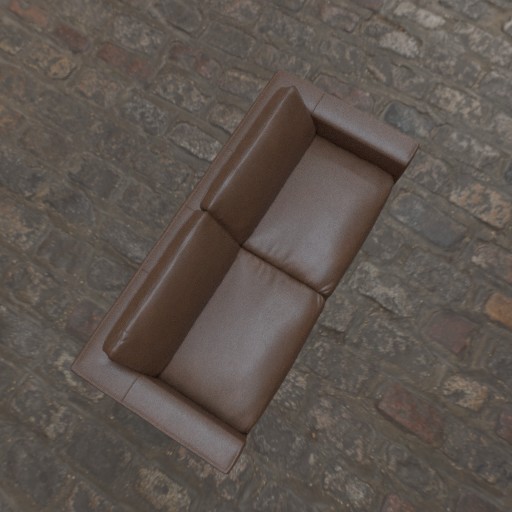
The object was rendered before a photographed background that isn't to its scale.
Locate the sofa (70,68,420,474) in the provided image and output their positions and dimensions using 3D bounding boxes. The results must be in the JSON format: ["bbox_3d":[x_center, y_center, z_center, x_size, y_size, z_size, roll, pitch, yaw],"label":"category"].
[{"bbox_3d":[0.000,0.000,2.758,1.070,0.801,2.262,31,78,7],"label":"sofa"}]
